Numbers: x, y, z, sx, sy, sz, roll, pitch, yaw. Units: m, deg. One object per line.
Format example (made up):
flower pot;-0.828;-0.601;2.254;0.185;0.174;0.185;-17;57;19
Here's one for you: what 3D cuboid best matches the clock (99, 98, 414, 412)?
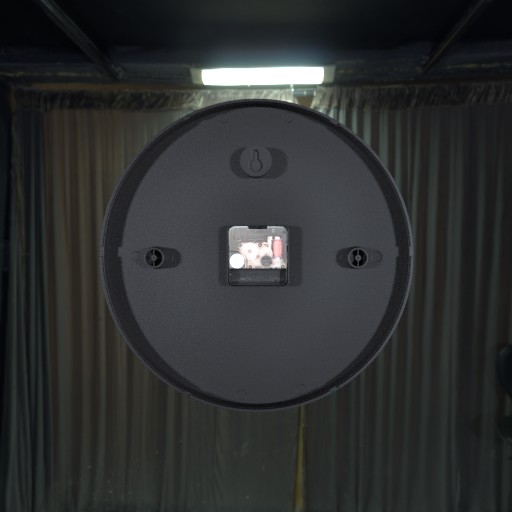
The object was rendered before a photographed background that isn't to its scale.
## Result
clock;0.000;0.000;0.429;0.293;0.293;0.040;0;1;1
